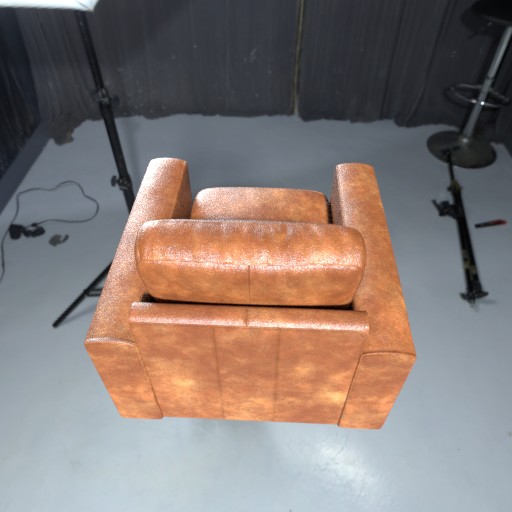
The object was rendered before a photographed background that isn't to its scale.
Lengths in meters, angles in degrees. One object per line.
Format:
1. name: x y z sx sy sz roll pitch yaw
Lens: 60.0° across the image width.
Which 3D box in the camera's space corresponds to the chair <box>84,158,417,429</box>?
1. chair: 0.000 0.000 1.748 1.005 0.873 1.016 2 47 2
